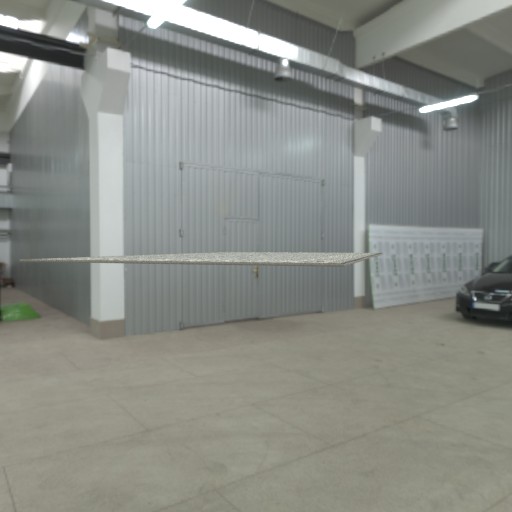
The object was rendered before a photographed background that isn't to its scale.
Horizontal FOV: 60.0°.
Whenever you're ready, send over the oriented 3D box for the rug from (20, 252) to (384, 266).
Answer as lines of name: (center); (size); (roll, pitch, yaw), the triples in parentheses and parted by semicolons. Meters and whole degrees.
rug: (0.000, 0.000, 2.977); (1.524, 0.011, 2.438); (0, 1, 19)
